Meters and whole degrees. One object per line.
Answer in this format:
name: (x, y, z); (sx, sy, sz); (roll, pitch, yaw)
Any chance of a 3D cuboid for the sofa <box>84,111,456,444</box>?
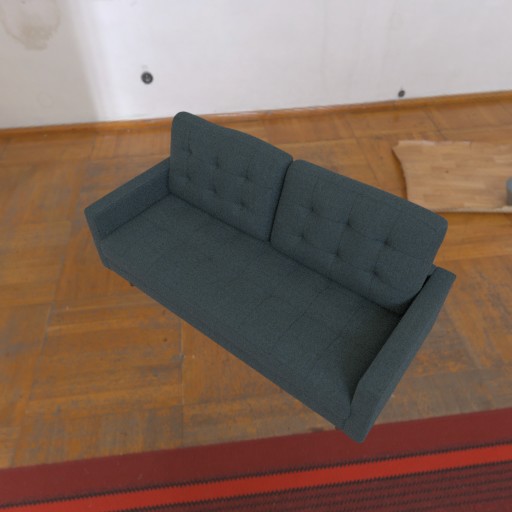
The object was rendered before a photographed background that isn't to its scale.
sofa: (0.000, 0.000, 2.620); (2.010, 1.050, 0.966); (29, 52, 26)
